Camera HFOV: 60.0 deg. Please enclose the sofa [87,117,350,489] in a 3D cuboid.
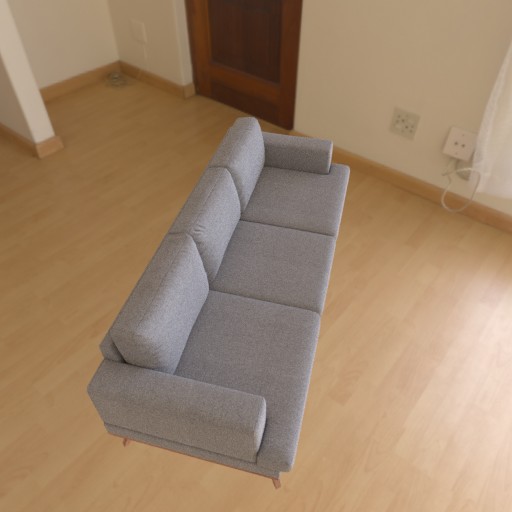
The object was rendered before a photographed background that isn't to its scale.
[{"bbox_3d":[0.000,0.000,2.709,0.920,0.810,2.310,10,46,10],"label":"sofa"}]
